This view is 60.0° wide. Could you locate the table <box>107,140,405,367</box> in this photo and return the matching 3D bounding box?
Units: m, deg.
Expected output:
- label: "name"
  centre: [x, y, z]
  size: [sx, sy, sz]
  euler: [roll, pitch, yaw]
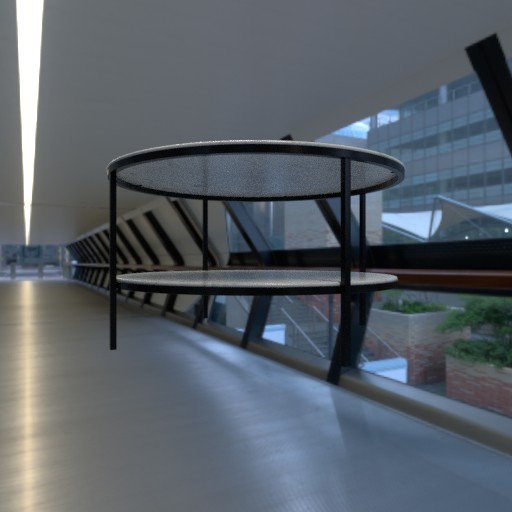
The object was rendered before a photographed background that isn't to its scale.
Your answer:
- label: "table"
  centre: [0.000, 0.000, 1.253]
  size: [0.800, 0.450, 0.800]
  euler: [0, 0, 0]
